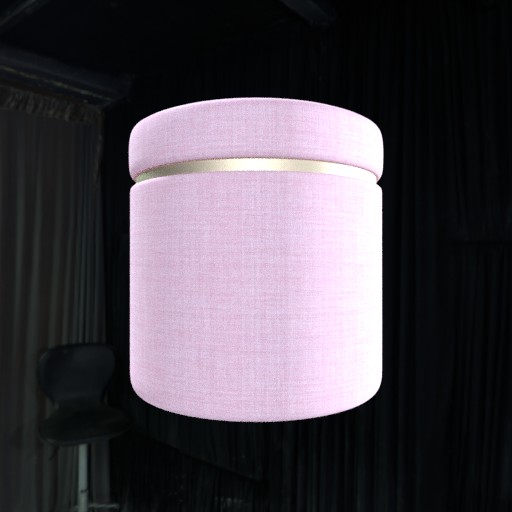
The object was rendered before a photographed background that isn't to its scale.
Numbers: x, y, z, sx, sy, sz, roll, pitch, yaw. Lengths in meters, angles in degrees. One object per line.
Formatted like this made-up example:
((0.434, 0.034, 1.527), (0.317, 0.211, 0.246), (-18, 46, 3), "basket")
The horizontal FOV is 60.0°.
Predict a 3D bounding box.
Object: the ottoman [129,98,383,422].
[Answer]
((0.000, 0.000, 0.725), (0.400, 0.406, 0.400), (0, 0, 0), "ottoman")
